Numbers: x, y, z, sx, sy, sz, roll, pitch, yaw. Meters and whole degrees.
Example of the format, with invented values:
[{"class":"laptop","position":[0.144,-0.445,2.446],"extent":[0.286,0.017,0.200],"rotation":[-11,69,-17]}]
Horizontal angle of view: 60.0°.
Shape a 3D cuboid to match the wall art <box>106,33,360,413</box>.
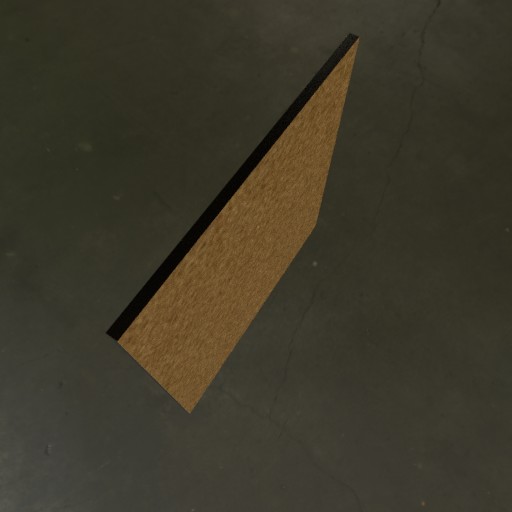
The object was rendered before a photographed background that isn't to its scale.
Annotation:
[{"class":"wall art","position":[0.000,0.000,0.650],"extent":[0.014,0.445,0.446],"rotation":[30,67,14]}]
